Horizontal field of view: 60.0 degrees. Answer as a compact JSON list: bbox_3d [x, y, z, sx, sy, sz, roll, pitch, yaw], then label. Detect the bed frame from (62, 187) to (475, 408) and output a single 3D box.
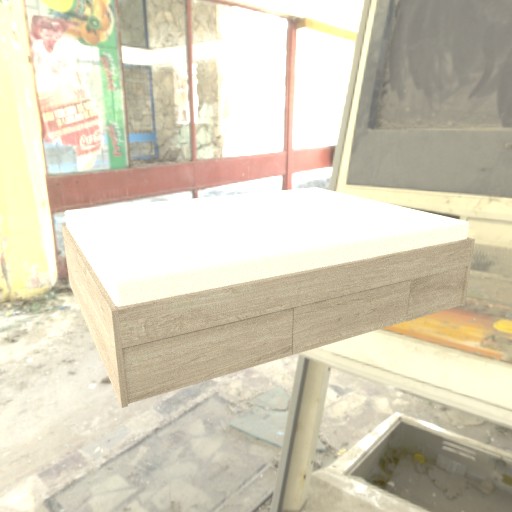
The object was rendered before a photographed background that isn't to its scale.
[{"bbox_3d":[0.000,0.000,2.630,1.944,0.490,1.448,-9,20,-28],"label":"bed frame"}]
